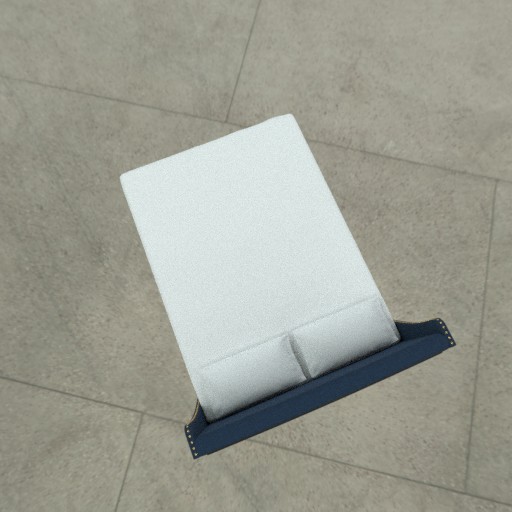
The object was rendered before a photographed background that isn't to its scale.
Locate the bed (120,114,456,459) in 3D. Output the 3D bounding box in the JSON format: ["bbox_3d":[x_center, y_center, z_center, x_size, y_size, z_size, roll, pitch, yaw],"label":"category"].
[{"bbox_3d":[0.000,0.000,3.293,1.604,1.402,2.223,-22,76,-6],"label":"bed"}]
